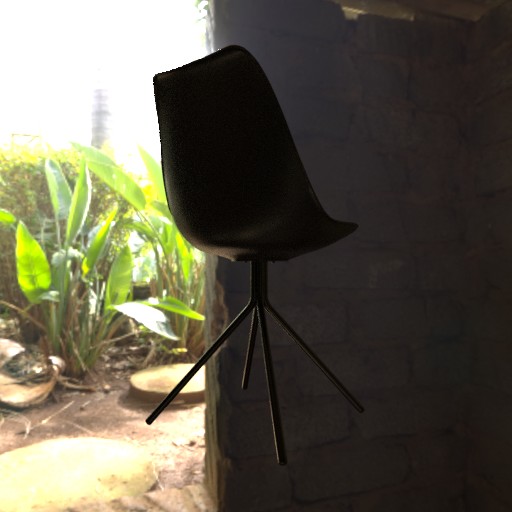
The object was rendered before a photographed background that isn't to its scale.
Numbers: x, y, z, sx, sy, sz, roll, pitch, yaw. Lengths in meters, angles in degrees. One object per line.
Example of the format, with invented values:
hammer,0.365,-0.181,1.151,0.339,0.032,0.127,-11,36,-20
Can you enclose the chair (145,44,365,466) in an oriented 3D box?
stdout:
chair,0.000,0.000,1.159,0.461,0.850,0.525,-1,-2,36
